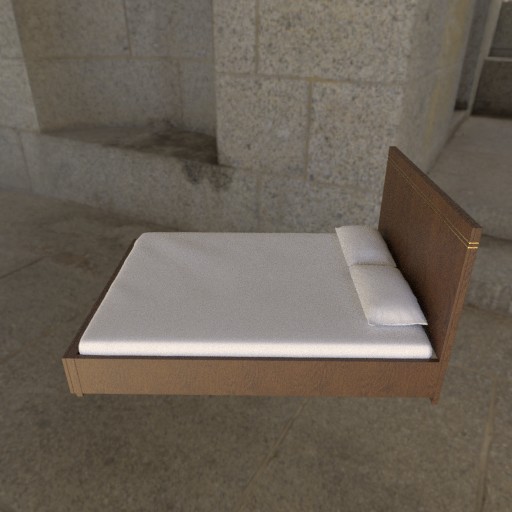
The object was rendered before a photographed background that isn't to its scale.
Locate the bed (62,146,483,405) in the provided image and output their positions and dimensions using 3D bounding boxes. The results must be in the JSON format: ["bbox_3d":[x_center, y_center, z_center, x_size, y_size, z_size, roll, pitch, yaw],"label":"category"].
[{"bbox_3d":[0.000,0.000,3.140,2.221,1.169,1.613,0,28,1],"label":"bed"}]
